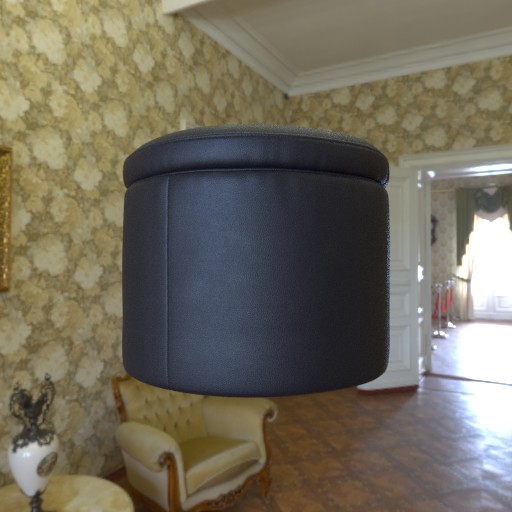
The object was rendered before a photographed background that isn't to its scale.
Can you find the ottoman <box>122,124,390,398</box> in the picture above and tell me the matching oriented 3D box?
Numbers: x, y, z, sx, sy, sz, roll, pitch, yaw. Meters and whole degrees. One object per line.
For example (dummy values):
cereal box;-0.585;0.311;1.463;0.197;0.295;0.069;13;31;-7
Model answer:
ottoman;0.000;0.000;0.867;0.501;0.409;0.501;0;-1;0
